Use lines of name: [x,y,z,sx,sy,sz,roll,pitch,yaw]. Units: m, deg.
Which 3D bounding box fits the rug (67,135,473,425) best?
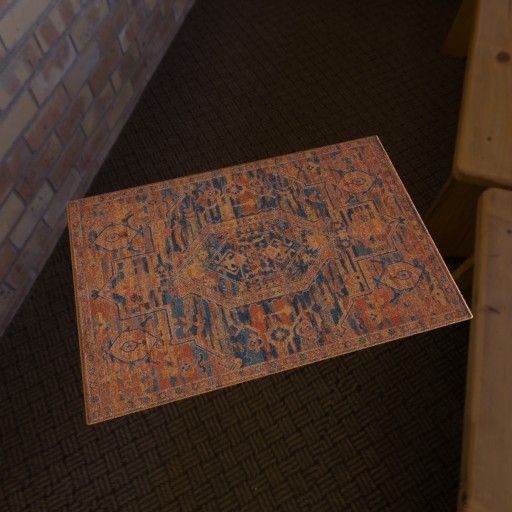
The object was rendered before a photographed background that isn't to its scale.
rug: [0.000,0.000,2.188,1.758,0.013,1.148,-14,63,-7]
